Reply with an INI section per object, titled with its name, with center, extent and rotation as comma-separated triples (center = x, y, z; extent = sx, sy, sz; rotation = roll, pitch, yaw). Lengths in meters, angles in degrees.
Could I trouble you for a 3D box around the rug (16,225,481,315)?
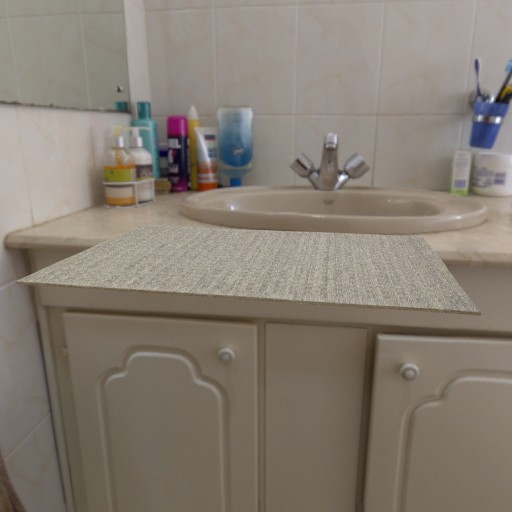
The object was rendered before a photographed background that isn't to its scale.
[rug]
center = 0.000, 0.000, 2.854
extent = 2.297, 0.018, 1.532
rotation = 3, 16, 10
